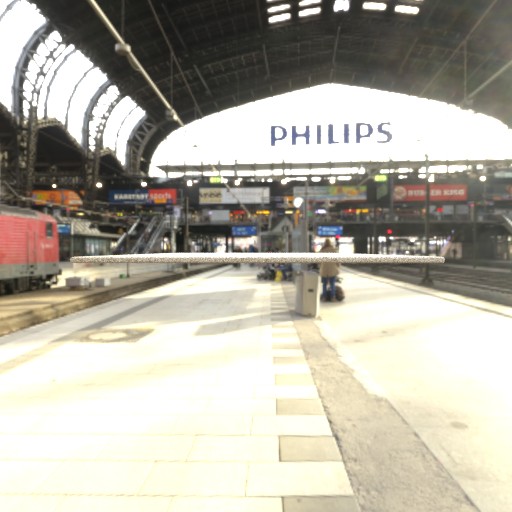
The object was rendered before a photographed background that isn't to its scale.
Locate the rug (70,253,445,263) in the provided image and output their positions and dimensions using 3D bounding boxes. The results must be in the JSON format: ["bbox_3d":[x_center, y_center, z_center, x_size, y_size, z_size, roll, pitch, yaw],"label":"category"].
[{"bbox_3d":[0.000,0.000,3.456,1.778,0.030,2.743,0,1,0],"label":"rug"}]
